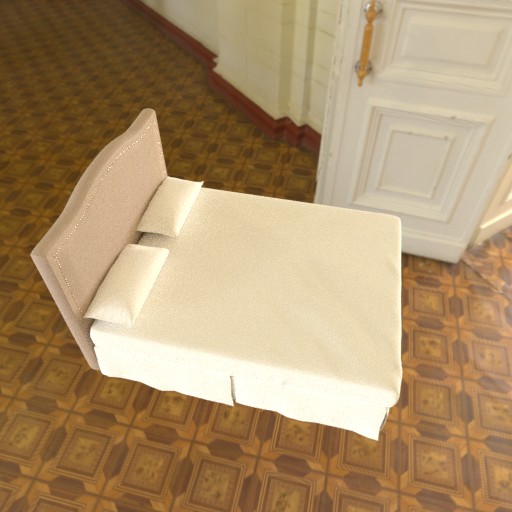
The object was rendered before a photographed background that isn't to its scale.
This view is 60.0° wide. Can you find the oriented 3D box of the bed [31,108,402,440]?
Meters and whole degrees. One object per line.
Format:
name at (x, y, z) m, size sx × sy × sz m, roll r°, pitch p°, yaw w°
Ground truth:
bed at (0.000, 0.000, 3.384) m, size 2.282 × 1.436 × 1.821 m, roll 9°, pitch 48°, yaw 9°
